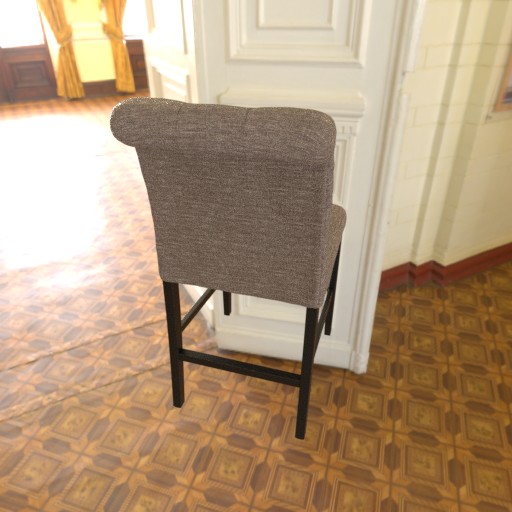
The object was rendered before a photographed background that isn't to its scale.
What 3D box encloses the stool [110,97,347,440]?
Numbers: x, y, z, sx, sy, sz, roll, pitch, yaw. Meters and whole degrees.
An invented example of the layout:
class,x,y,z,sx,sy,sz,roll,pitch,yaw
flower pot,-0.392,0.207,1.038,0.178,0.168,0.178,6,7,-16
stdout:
class,x,y,z,sx,sy,sz,roll,pitch,yaw
stool,0.000,0.000,1.300,0.457,0.970,0.611,9,33,14
